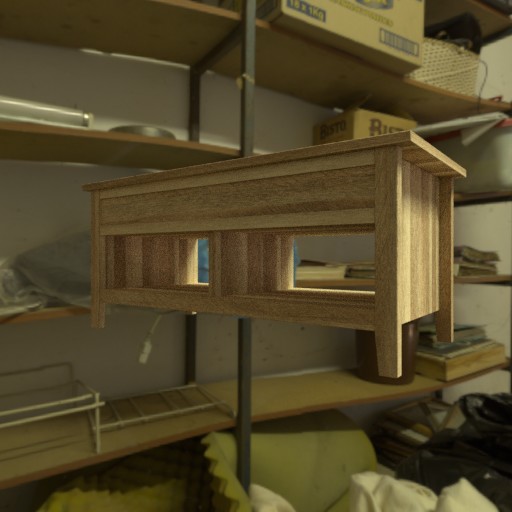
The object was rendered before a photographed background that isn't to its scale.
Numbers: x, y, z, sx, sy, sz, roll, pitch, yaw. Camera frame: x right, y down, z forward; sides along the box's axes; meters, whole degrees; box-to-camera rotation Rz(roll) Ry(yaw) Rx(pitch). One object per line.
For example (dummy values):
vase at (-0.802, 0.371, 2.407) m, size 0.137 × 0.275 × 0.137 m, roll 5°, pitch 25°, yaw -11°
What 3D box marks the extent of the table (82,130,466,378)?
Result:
table at (0.000, 0.000, 1.365) m, size 1.095 × 0.480 × 0.493 m, roll 0°, pitch 0°, yaw 37°
